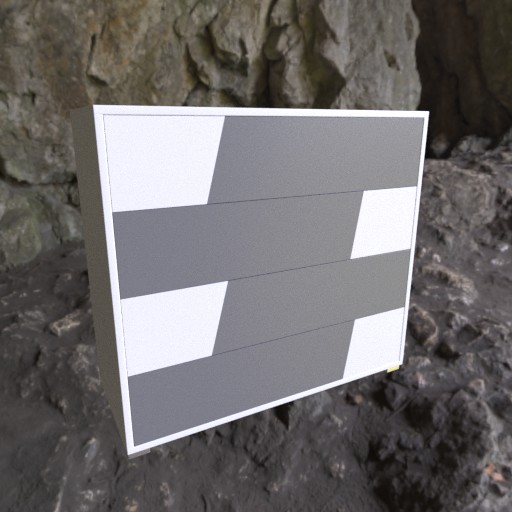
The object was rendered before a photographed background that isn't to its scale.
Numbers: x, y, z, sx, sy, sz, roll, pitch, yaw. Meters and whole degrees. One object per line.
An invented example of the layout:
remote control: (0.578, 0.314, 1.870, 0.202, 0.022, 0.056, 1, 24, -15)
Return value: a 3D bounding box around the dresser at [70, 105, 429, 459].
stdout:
dresser: (0.000, 0.000, 1.607, 1.100, 1.000, 0.460, -9, 19, -27)
